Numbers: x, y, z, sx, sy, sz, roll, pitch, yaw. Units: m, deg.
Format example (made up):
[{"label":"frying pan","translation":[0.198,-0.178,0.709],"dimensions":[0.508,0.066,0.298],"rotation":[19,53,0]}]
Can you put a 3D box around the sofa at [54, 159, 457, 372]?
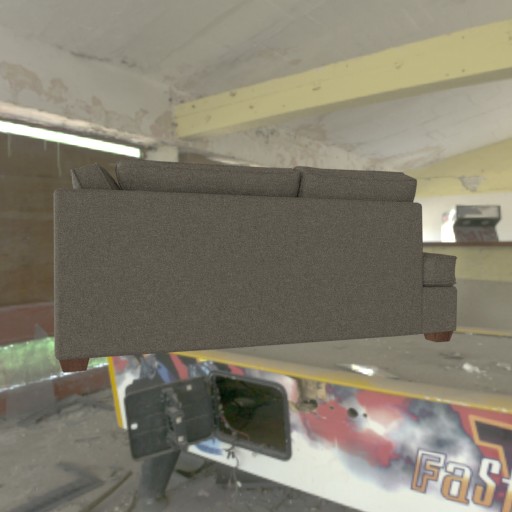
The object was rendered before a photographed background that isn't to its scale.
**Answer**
[{"label":"sofa","translation":[0.000,0.000,2.812],"dimensions":[2.237,1.033,1.110],"rotation":[0,1,-19]}]
